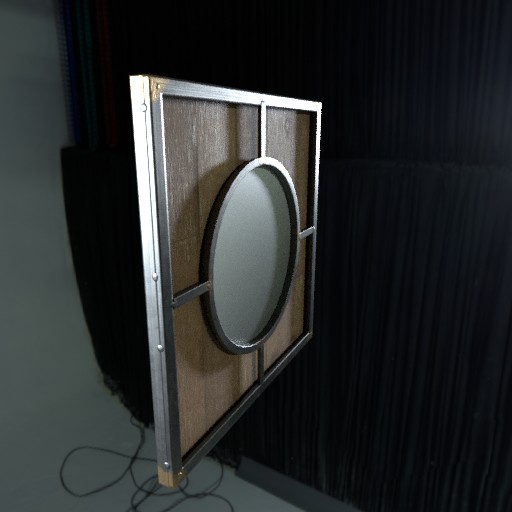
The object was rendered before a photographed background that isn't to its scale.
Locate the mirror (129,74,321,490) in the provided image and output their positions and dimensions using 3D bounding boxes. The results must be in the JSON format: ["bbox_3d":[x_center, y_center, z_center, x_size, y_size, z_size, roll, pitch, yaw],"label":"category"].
[{"bbox_3d":[0.000,0.000,0.550,0.020,0.381,0.382,8,18,27],"label":"mirror"}]
